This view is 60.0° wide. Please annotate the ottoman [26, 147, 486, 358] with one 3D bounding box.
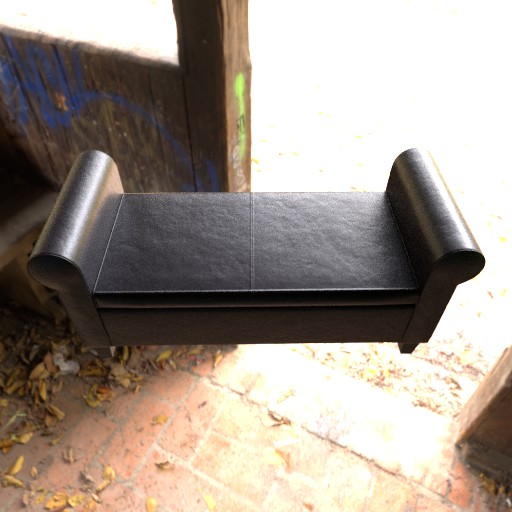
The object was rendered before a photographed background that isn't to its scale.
[{"bbox_3d":[0.000,0.000,1.536,1.256,0.547,0.521,-1,46,-1],"label":"ottoman"}]
